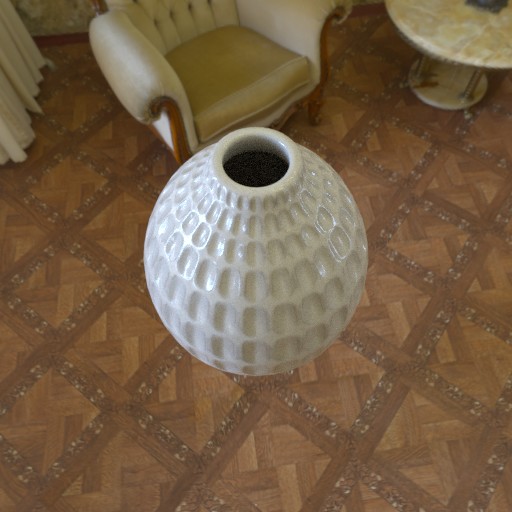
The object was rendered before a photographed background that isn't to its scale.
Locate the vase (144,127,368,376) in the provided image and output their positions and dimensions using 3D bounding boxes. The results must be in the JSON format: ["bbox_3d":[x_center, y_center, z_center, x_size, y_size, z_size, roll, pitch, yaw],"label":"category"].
[{"bbox_3d":[0.000,0.000,0.258,0.128,0.167,0.128,0,61,0],"label":"vase"}]
